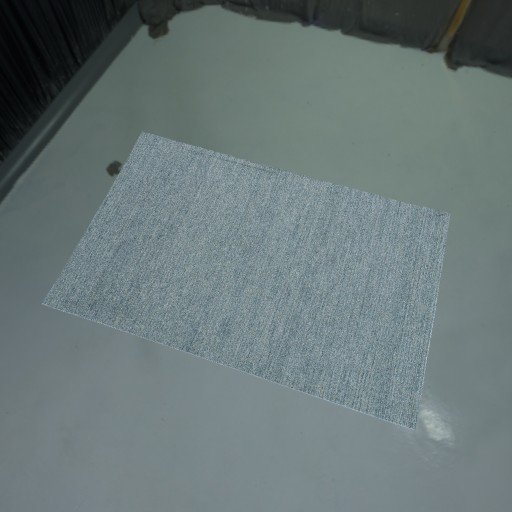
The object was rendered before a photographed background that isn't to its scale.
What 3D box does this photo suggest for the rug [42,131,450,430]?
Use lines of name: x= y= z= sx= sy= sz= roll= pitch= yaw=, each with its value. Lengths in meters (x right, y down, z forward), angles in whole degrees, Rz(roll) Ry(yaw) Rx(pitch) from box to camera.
rug: x=0.000 y=0.000 z=2.299 sx=1.853 sy=0.022 sz=1.174 roll=17 pitch=64 yaw=8
